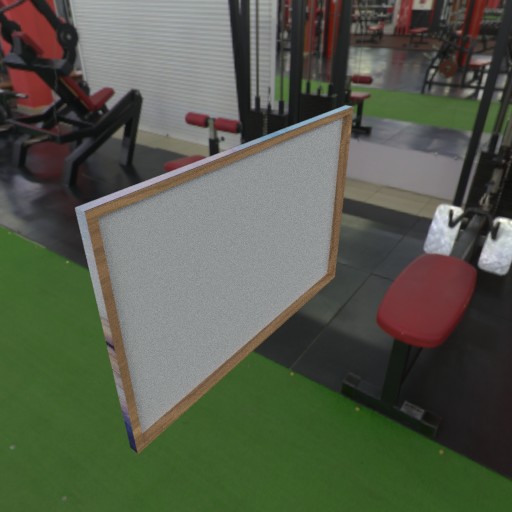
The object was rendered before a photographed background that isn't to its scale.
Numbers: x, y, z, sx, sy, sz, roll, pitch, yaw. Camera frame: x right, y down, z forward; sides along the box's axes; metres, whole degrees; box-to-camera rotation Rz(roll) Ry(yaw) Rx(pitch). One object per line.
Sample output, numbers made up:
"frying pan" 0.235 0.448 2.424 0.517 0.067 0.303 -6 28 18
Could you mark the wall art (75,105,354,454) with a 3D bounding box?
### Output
"wall art" 0.000 0.000 1.453 0.034 0.756 1.137 22 37 32
